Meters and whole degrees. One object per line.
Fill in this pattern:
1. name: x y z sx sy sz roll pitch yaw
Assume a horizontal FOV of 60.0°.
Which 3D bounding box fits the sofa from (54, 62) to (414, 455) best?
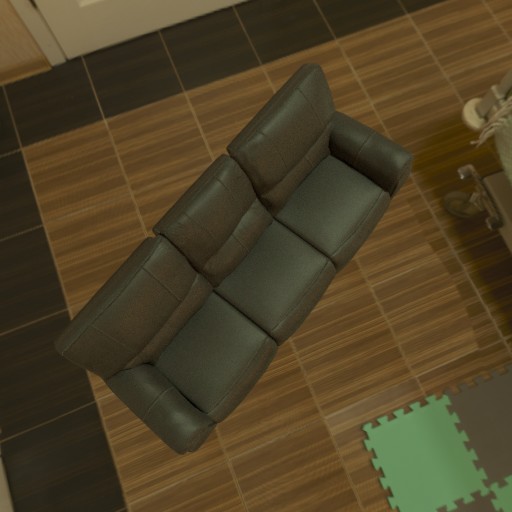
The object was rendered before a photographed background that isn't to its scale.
1. sofa: 0.000 0.000 3.179 1.104 1.134 2.627 38 78 10
